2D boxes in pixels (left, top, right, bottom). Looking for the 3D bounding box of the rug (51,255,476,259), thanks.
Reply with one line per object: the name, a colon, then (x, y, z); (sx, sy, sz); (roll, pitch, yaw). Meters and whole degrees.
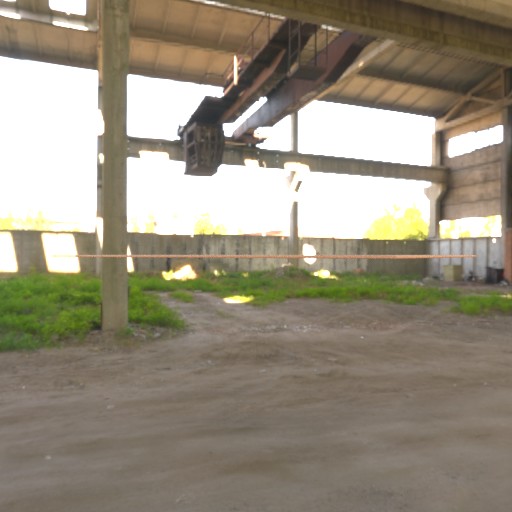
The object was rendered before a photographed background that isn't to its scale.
rug: (0.000, 0.000, 2.993); (2.438, 0.014, 1.523); (0, 0, 36)
